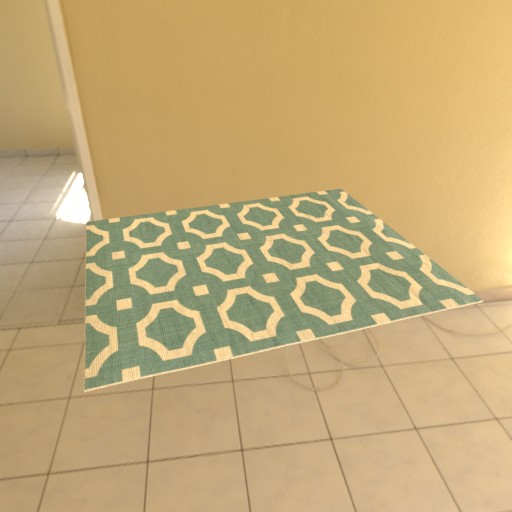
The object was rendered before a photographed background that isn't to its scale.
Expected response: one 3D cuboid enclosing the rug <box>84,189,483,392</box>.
[{"bbox_3d":[0.000,0.000,4.164,3.049,0.021,2.466,-9,32,-15],"label":"rug"}]
